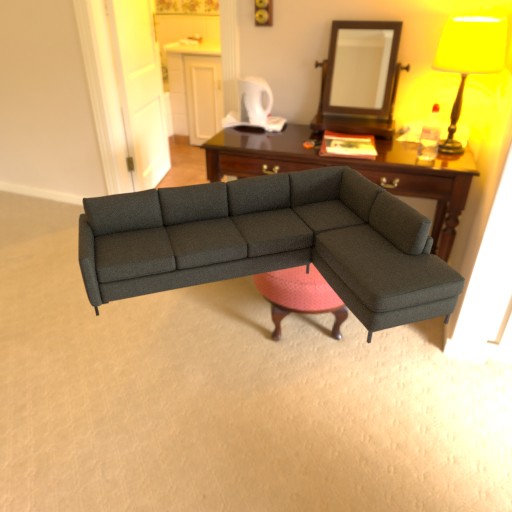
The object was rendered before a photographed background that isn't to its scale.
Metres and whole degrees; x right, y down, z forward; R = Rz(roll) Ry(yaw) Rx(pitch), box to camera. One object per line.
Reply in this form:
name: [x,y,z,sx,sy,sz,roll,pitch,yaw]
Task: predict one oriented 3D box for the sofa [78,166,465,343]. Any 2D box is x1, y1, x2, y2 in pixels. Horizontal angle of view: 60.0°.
sofa: [0.000,0.000,3.977,2.972,0.858,1.984,-10,32,-16]
